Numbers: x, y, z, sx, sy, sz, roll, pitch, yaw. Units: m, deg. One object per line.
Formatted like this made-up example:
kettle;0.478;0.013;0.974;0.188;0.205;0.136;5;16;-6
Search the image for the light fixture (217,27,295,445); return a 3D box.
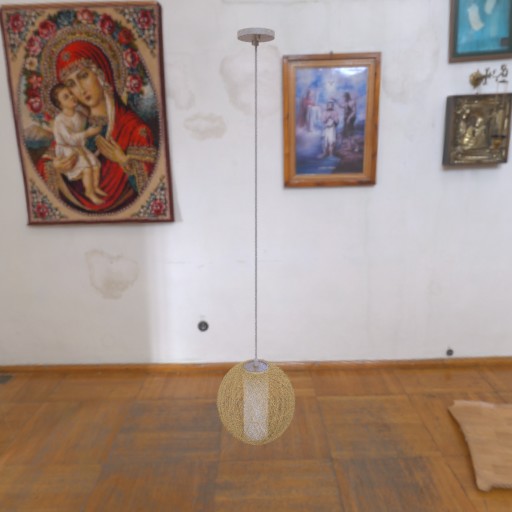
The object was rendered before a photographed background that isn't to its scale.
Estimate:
light fixture;0.000;0.000;2.117;0.407;1.955;0.406;13;19;43
